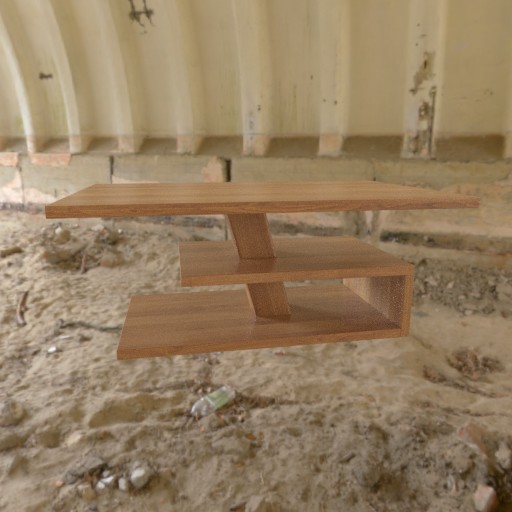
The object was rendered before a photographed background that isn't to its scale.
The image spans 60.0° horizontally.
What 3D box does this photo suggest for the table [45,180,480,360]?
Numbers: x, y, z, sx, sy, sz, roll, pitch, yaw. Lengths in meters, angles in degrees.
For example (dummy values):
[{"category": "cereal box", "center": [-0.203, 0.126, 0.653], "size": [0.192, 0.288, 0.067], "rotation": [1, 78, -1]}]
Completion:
[{"category": "table", "center": [0.000, 0.000, 1.482], "size": [1.100, 0.442, 0.700], "rotation": [-2, 14, -10]}]
